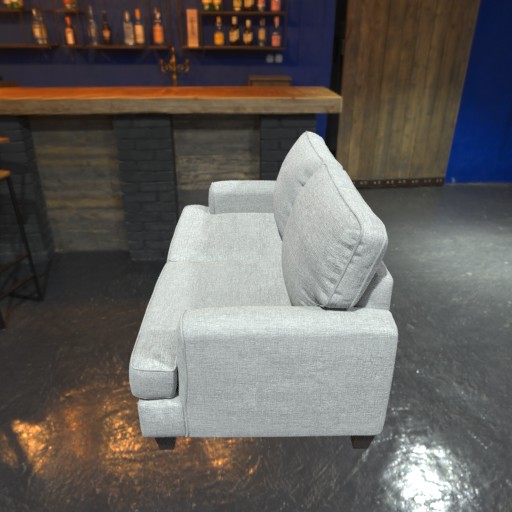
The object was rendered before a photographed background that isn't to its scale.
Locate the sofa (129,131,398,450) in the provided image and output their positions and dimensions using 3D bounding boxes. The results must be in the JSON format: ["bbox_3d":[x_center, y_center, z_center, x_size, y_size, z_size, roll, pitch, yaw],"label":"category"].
[{"bbox_3d":[0.000,0.000,2.241,0.965,0.965,1.651,0,27,-1],"label":"sofa"}]
